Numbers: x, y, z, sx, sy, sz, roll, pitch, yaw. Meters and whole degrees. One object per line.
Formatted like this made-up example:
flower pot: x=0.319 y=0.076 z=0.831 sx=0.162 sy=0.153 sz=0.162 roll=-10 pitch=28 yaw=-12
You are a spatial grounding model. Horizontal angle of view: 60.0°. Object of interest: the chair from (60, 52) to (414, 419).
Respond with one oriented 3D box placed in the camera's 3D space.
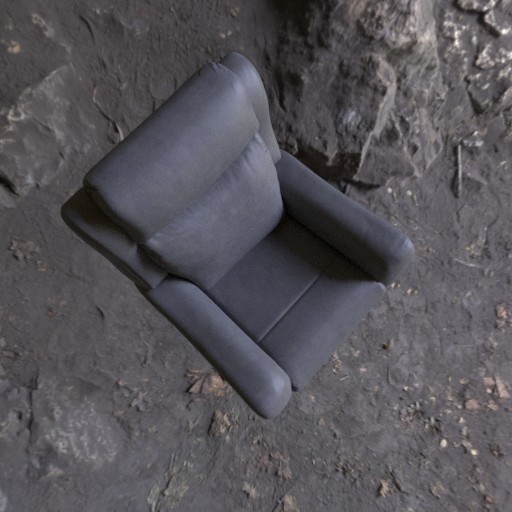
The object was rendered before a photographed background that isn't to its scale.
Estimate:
chair: x=0.000 y=0.000 z=1.893 sx=1.068 sy=1.116 sz=0.967 roll=42 pitch=80 yaw=9
